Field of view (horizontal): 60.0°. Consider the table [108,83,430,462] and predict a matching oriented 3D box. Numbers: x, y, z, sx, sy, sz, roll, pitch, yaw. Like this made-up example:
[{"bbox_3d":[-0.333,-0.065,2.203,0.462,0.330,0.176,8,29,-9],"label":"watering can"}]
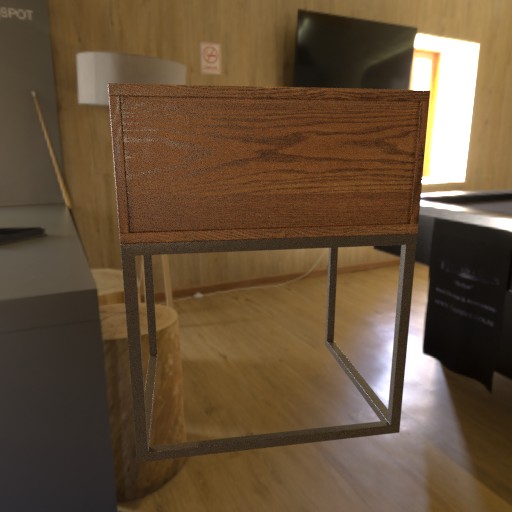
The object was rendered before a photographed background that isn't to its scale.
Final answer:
[{"bbox_3d":[0.000,0.000,0.914,0.482,0.610,0.400,-2,14,-9],"label":"table"}]
